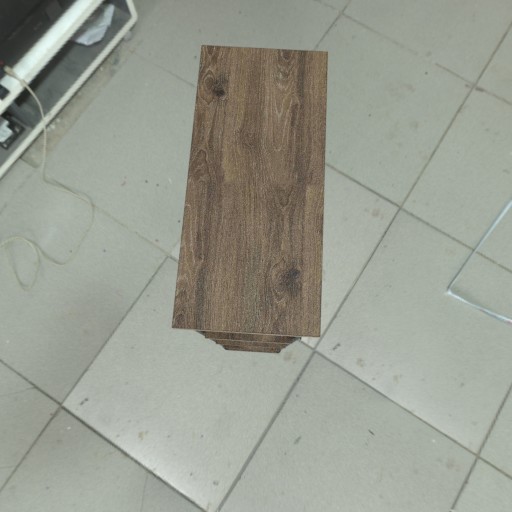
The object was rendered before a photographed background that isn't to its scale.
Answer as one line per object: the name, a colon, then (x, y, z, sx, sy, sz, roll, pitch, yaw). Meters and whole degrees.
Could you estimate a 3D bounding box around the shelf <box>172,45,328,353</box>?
shelf: (0.000, 0.000, 1.989, 0.360, 1.700, 0.800, 3, 76, 1)
